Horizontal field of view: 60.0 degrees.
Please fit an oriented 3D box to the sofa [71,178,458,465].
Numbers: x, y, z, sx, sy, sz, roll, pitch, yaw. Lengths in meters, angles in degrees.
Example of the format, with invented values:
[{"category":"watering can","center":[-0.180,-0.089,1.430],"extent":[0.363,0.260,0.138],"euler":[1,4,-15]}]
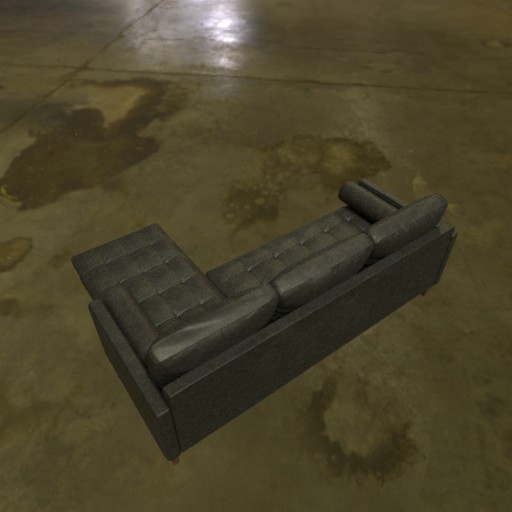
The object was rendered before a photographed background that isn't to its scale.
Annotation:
[{"category":"sofa","center":[0.000,0.000,2.946],"extent":[2.178,0.876,1.497],"euler":[-26,48,-26]}]
